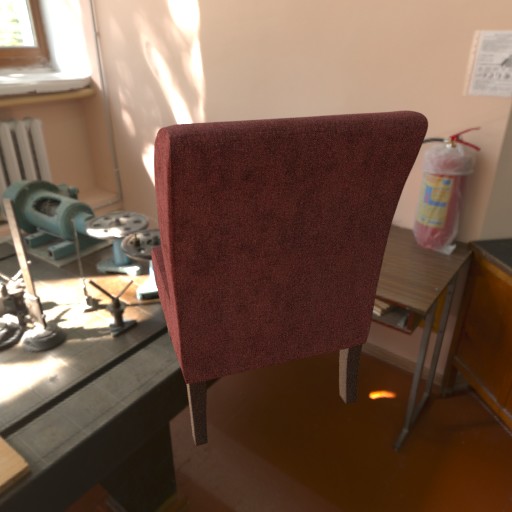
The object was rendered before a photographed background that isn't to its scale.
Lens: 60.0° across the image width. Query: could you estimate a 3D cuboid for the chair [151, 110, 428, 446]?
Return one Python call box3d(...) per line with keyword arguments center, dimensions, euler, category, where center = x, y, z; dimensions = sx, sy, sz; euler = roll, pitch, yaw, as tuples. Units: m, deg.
box3d(center=(0.000, 0.000, 1.251), dimensions=(0.538, 0.846, 0.640), euler=(-9, 28, -17), category="chair")
